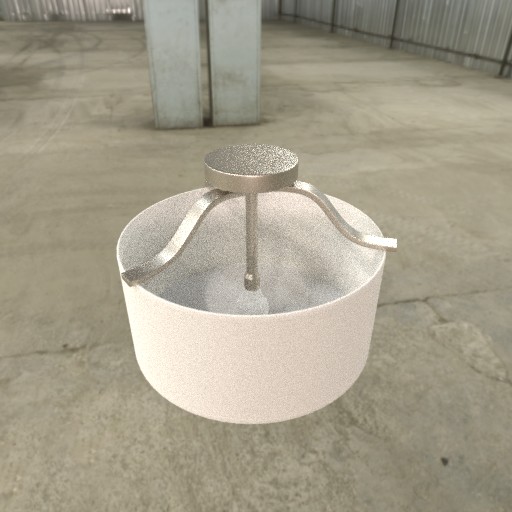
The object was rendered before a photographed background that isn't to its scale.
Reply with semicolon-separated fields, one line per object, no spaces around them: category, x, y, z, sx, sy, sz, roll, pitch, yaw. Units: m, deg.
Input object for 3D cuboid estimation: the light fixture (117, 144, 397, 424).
light fixture;0.000;0.000;0.666;0.395;0.304;0.395;0;31;0
